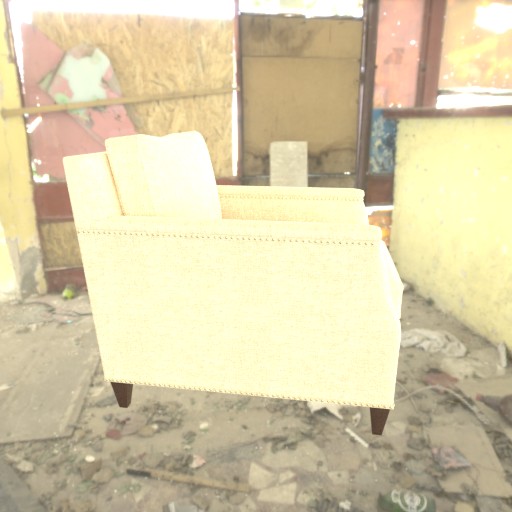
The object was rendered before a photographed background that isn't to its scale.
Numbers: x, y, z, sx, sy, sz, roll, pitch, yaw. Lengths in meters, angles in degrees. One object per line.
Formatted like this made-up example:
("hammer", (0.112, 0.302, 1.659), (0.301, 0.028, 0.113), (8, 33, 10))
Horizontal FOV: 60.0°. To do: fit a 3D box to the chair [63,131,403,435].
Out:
("chair", (0.000, 0.000, 1.751), (1.041, 0.940, 0.838), (3, 17, 9))
